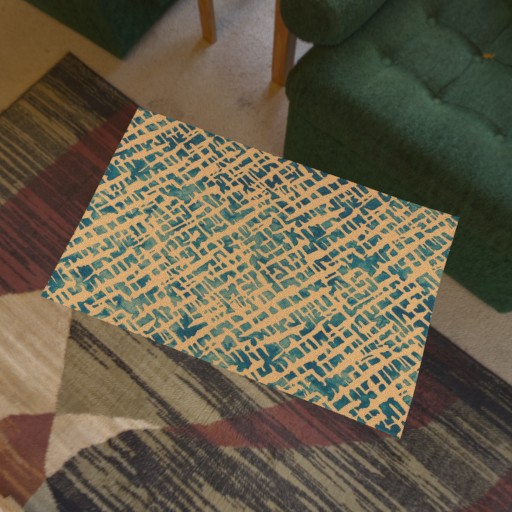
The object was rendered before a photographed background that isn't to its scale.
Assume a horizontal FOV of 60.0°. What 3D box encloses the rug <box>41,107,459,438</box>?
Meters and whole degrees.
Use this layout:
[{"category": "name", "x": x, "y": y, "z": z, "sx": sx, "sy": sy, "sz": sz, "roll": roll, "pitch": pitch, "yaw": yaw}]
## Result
[{"category": "rug", "x": 0.000, "y": 0.000, "z": 2.983, "sx": 2.447, "sy": 0.011, "sz": 1.520, "roll": 20, "pitch": 75, "yaw": 6}]
